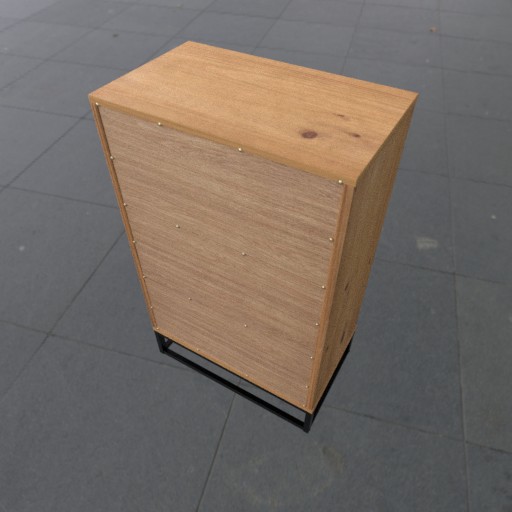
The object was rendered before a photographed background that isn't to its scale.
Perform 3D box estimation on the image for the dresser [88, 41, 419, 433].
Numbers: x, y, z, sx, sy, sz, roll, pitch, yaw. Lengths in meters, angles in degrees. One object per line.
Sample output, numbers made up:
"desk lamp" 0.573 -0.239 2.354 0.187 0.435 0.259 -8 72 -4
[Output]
"dresser" 0.000 0.000 1.622 0.761 1.240 0.479 22 49 21
